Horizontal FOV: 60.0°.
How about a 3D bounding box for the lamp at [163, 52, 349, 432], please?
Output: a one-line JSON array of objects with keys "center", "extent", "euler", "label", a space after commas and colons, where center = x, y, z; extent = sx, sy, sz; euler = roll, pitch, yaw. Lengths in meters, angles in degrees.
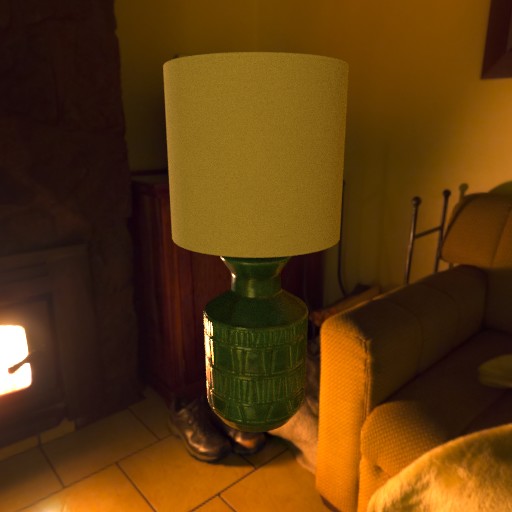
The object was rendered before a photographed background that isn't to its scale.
[{"center": [0.000, 0.000, 0.576], "extent": [0.211, 0.455, 0.211], "euler": [8, 18, 27], "label": "lamp"}]
